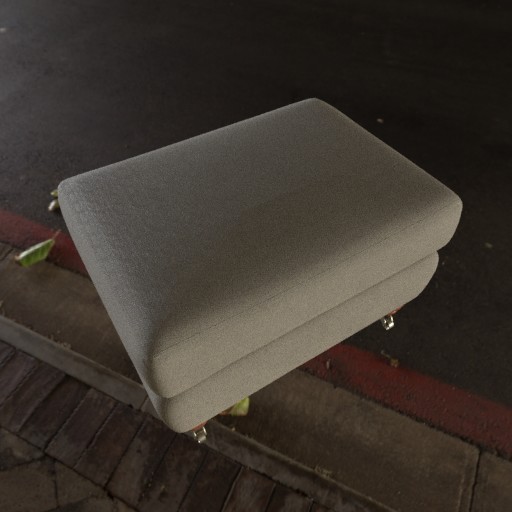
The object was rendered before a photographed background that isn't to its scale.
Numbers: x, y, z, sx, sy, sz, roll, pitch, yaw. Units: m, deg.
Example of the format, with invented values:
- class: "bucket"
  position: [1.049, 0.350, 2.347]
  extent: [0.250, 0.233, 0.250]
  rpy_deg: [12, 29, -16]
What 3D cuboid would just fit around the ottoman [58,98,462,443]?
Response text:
- class: "ottoman"
  position: [0.000, 0.000, 1.138]
  extent: [0.773, 0.504, 0.569]
  rpy_deg: [-25, 53, -21]
